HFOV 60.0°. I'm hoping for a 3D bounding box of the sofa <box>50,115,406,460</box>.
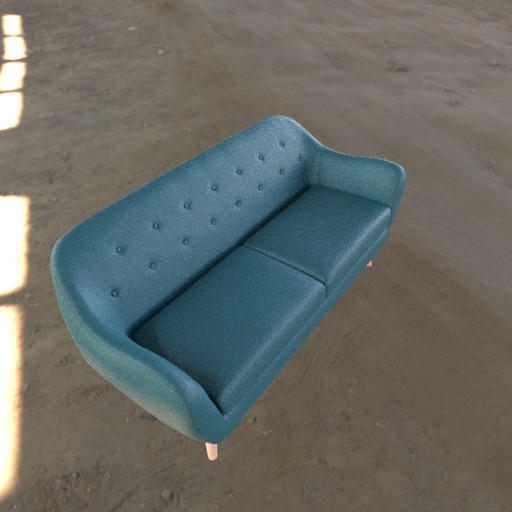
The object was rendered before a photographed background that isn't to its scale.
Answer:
[{"bbox_3d":[0.000,0.000,2.206,0.820,0.836,1.840,25,46,27],"label":"sofa"}]
